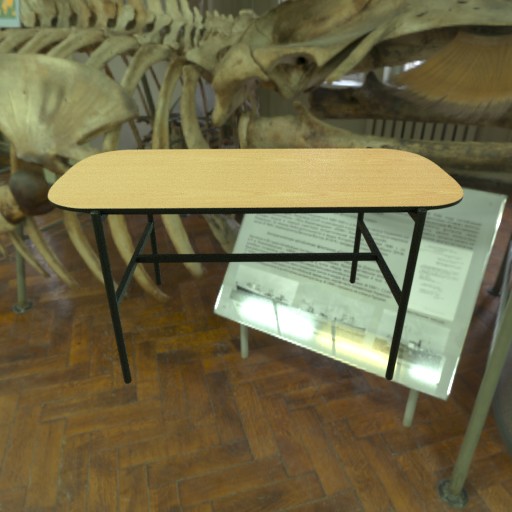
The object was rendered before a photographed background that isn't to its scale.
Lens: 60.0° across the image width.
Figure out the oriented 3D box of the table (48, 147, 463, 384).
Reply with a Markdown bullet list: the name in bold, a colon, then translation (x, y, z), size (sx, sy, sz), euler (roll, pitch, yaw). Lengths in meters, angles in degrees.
- **table**: translation (0.000, 0.000, 1.028), size (0.800, 0.400, 0.400), euler (0, 29, -1)
